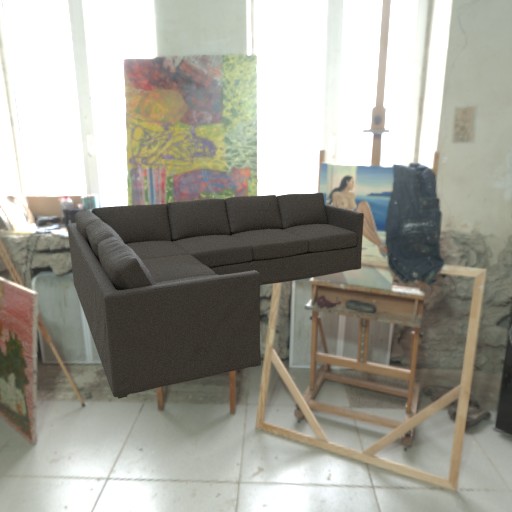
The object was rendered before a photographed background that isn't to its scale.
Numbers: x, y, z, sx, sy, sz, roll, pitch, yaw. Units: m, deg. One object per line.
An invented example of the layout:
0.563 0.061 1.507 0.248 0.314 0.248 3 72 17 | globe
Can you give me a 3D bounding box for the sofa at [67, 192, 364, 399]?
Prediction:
0.000 0.000 4.317 3.182 0.871 2.432 -8 17 -26 | sofa
